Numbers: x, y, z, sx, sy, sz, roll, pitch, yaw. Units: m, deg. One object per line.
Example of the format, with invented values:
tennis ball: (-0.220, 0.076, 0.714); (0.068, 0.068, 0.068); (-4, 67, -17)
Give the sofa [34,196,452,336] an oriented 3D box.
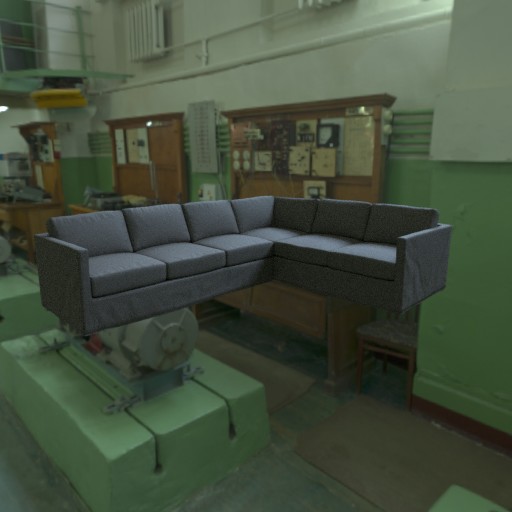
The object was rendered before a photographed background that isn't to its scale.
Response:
sofa: (0.000, 0.000, 4.232); (2.432, 0.871, 3.182); (13, 18, 43)
